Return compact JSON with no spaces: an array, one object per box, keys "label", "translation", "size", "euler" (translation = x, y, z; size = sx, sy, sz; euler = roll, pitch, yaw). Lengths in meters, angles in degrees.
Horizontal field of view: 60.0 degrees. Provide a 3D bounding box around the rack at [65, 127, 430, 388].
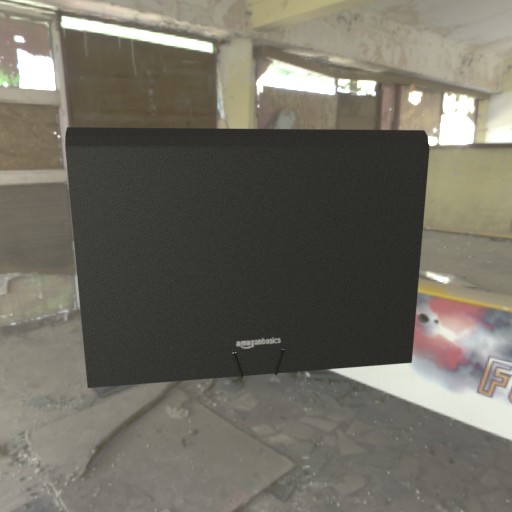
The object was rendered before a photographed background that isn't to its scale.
[{"label":"rack","translation":[0.000,0.000,0.438],"size":[0.330,0.241,0.041],"euler":[-2,13,-9]}]
